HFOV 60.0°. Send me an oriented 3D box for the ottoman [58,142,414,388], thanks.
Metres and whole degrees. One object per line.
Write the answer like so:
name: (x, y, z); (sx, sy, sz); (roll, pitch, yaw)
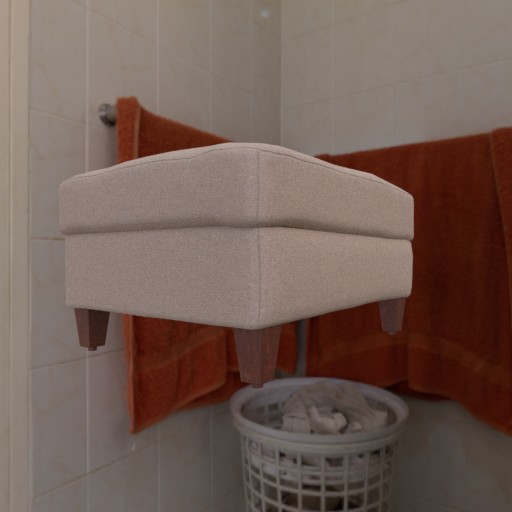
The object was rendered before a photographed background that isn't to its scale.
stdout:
ottoman: (0.000, 0.000, 1.327); (0.692, 0.511, 0.902); (0, 0, 37)
